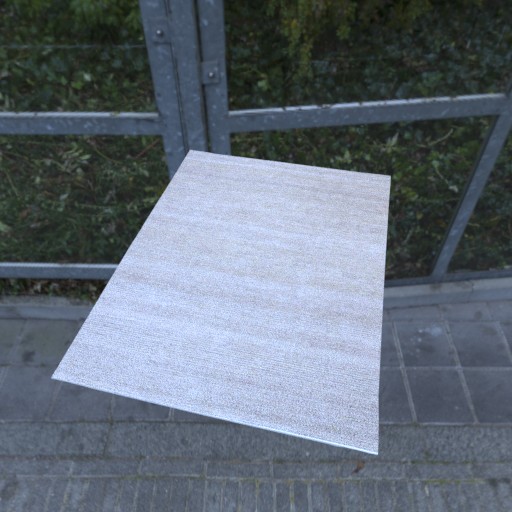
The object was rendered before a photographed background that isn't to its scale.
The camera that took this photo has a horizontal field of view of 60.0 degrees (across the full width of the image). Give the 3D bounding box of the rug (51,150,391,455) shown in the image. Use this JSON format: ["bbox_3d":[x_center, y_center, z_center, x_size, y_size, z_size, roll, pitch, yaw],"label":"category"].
[{"bbox_3d":[0.000,0.000,4.273,2.467,0.046,3.245,10,47,9],"label":"rug"}]
